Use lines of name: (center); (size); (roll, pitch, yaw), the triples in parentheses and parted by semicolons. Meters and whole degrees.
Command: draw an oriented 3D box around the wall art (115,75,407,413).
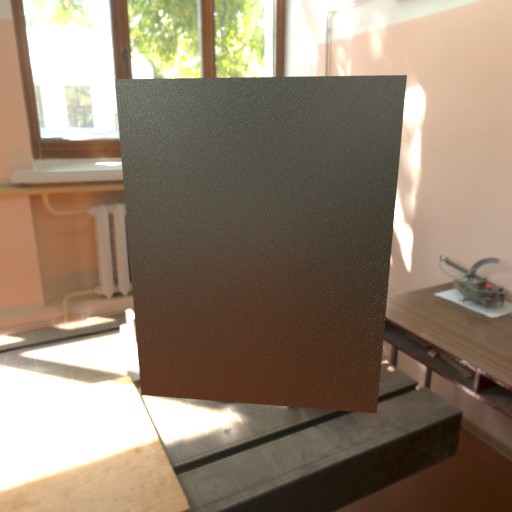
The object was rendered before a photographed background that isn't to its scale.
wall art: (0.000, 0.000, 0.760); (0.444, 0.569, 0.025); (2, 16, 7)
